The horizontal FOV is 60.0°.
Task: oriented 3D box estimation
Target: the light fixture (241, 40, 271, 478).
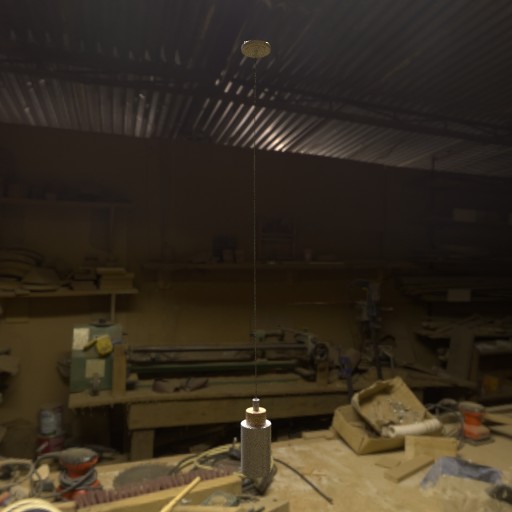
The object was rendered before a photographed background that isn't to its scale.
[{"bbox_3d":[0.000,0.000,1.881,0.125,1.798,0.125,1,-2,-19],"label":"light fixture"}]
